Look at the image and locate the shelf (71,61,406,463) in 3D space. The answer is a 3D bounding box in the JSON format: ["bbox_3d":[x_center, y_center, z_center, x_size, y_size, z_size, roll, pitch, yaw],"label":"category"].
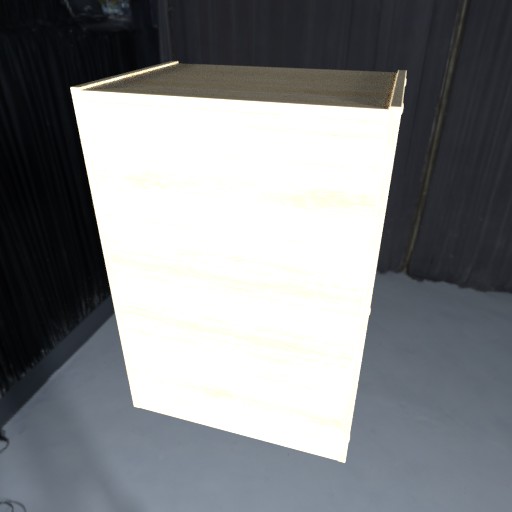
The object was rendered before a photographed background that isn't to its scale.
[{"bbox_3d":[0.000,0.000,0.785,0.414,0.592,0.290,9,31,15],"label":"shelf"}]
